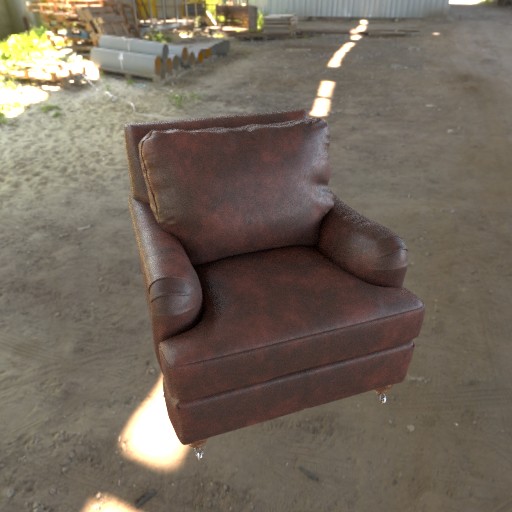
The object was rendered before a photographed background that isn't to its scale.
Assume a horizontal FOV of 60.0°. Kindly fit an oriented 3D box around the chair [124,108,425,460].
[{"bbox_3d":[0.000,0.000,1.921,0.987,1.051,1.156,-10,33,-16],"label":"chair"}]
